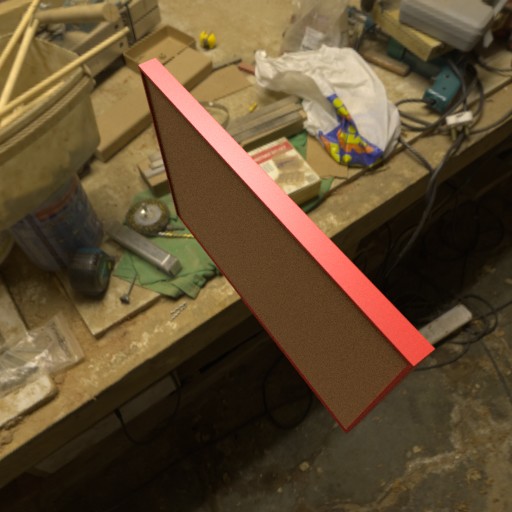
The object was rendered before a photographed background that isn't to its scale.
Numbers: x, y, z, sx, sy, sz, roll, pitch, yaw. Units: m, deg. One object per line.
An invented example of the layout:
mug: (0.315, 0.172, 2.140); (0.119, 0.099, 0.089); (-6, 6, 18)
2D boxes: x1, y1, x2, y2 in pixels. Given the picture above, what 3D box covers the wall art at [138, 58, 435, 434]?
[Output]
wall art: (0.000, 0.000, 0.764); (0.033, 0.405, 0.607); (-32, 64, -18)
